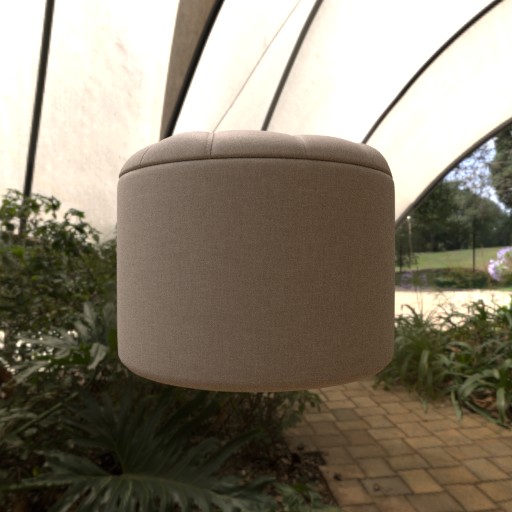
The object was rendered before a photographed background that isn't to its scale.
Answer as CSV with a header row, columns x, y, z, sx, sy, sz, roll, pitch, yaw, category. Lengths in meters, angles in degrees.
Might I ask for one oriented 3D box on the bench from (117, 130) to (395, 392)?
x,y,z,sx,sy,sz,roll,pitch,yaw,category
0.000,0.000,1.002,0.600,0.453,0.600,0,0,0,bench
